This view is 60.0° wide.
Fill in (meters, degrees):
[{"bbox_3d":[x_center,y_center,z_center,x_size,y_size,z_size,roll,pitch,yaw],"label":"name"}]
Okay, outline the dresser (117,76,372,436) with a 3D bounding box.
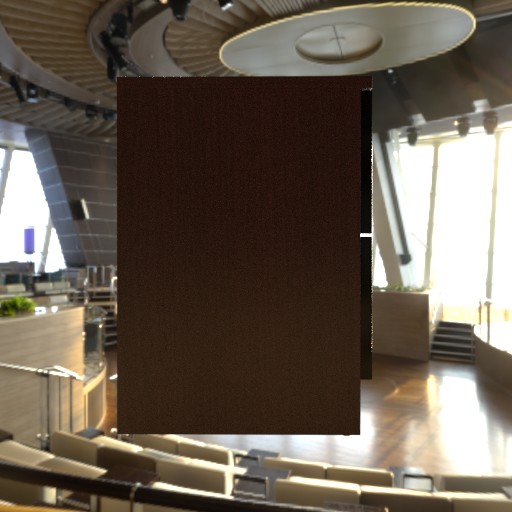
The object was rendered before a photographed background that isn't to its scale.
[{"bbox_3d":[0.000,0.000,0.778,0.360,0.470,0.400,0,0,1],"label":"dresser"}]
